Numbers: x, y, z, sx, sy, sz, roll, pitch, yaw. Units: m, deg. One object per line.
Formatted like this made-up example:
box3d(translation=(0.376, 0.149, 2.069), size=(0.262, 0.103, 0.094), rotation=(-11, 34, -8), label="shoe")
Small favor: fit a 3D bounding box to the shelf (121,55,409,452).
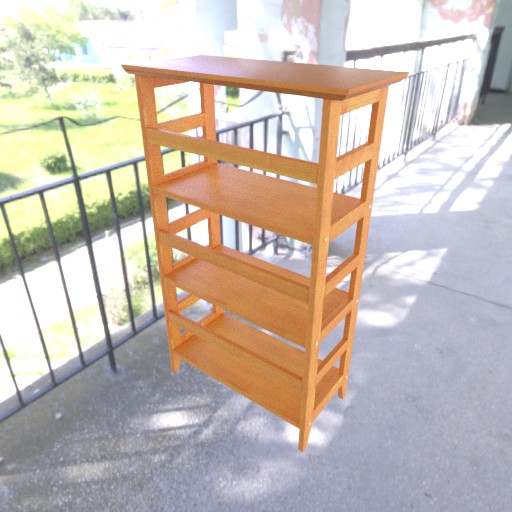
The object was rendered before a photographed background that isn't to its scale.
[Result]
box3d(translation=(0.000, 0.000, 1.356), size=(0.660, 1.067, 0.305), rotation=(21, 36, 32), label="shelf")
